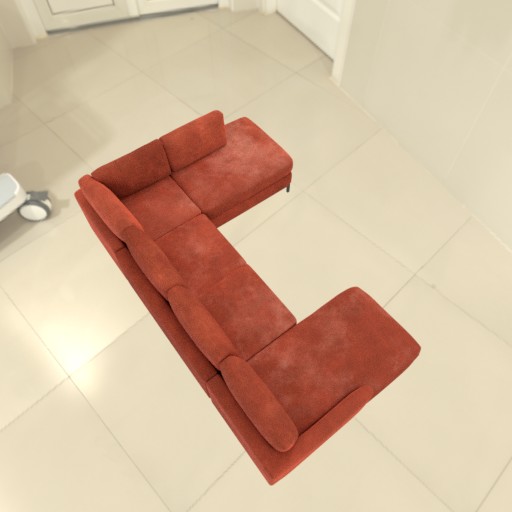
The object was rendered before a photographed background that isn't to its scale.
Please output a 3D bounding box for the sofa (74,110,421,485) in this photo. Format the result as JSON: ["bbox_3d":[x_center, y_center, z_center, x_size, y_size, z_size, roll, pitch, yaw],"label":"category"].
[{"bbox_3d":[0.000,0.000,3.849,1.981,0.858,2.971,-33,63,-19],"label":"sofa"}]
